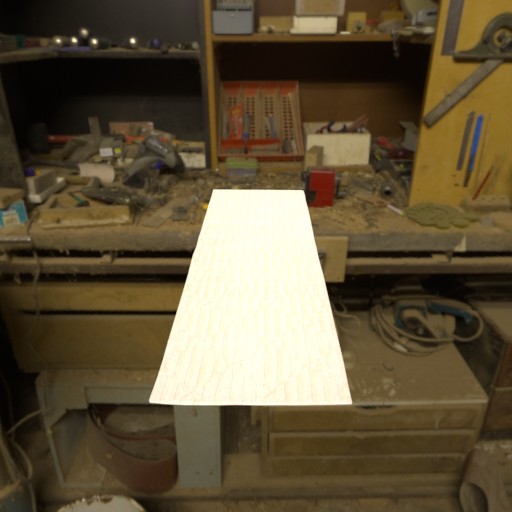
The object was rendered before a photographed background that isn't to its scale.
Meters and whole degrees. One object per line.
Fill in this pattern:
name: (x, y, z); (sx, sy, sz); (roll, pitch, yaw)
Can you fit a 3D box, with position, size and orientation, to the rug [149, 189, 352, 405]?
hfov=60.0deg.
rug: (0.000, 0.000, 2.779); (0.793, 0.014, 2.450); (0, 28, 1)
